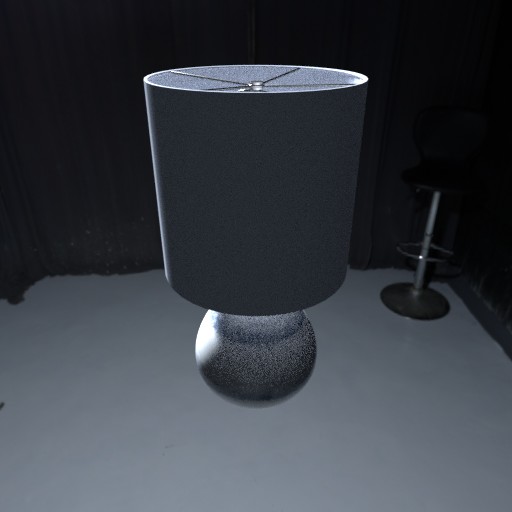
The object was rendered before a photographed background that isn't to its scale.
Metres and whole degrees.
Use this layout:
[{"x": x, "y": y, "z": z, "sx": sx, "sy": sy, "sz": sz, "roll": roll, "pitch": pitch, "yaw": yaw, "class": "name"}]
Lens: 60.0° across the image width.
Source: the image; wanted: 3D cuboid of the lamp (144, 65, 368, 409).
[{"x": 0.000, "y": 0.000, "z": 0.533, "sx": 0.216, "sy": 0.404, "sz": 0.216, "roll": 0, "pitch": 28, "yaw": -1, "class": "lamp"}]
